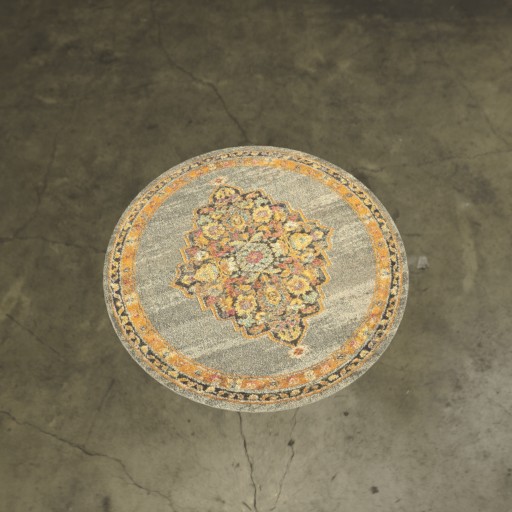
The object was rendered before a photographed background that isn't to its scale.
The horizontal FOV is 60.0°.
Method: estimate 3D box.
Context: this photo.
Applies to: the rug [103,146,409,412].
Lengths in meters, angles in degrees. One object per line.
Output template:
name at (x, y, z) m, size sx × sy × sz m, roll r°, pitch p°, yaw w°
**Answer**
rug at (0.000, 0.000, 2.353) m, size 1.598 × 0.010 × 1.598 m, roll 0°, pitch 59°, yaw 0°
